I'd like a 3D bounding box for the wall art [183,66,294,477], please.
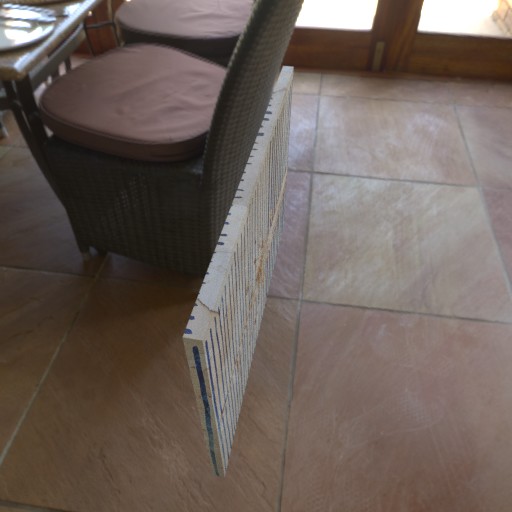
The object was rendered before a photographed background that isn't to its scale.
[{"bbox_3d":[0.000,0.000,1.451,0.038,0.757,1.143,8,47,8],"label":"wall art"}]
